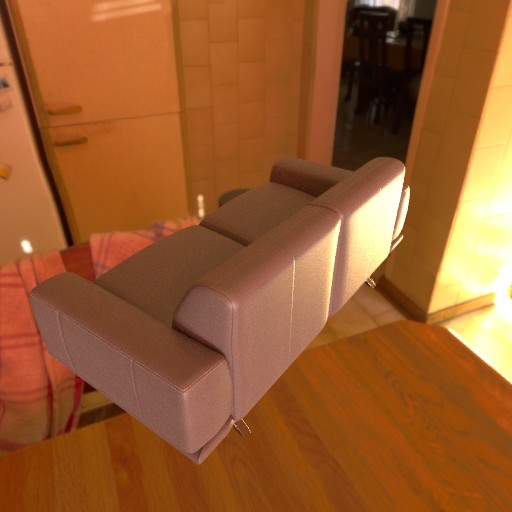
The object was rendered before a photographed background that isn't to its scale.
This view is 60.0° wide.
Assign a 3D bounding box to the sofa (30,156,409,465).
[{"bbox_3d":[0.000,0.000,2.238,0.900,0.772,1.901,21,38,30],"label":"sofa"}]
